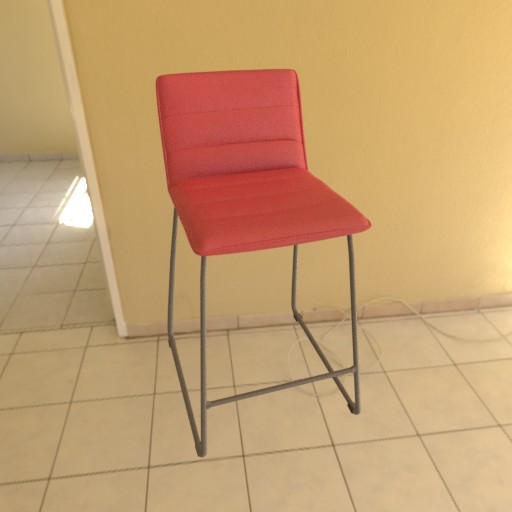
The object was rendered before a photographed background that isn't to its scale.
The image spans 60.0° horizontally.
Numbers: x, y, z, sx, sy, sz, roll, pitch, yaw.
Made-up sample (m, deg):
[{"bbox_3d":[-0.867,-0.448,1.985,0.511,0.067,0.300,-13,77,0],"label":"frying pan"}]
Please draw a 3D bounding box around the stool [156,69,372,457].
[{"bbox_3d":[0.000,0.000,1.188,0.489,0.866,0.524,-9,32,-15],"label":"stool"}]
